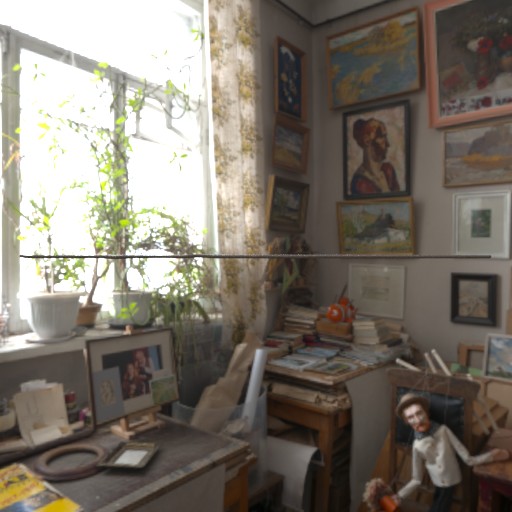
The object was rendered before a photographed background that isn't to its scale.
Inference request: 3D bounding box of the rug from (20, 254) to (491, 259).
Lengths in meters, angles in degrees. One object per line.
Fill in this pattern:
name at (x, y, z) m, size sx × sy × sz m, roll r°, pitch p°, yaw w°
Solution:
rug at (0.000, 0.000, 4.024) m, size 3.007 × 0.032 × 2.434 m, roll 0°, pitch 0°, yaw 0°
